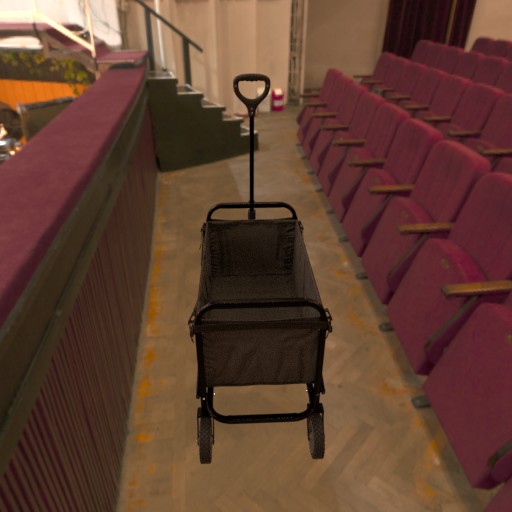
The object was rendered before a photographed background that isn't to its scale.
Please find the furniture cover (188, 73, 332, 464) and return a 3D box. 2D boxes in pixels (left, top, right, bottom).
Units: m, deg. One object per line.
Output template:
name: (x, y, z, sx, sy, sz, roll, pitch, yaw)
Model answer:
furniture cover: (0.000, 0.000, 1.815, 0.532, 1.295, 1.038, -1, 30, -2)
